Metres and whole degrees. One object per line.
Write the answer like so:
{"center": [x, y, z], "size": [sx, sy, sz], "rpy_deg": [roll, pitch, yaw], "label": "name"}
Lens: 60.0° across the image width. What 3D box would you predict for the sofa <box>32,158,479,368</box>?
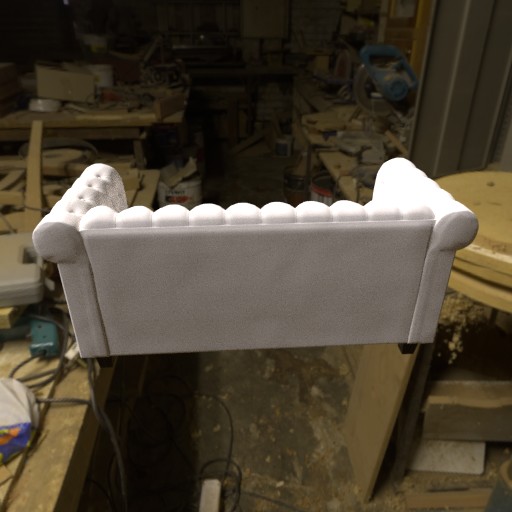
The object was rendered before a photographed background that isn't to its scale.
{"center": [0.000, 0.000, 2.251], "size": [1.798, 0.796, 0.771], "rpy_deg": [-2, 29, -3], "label": "sofa"}
